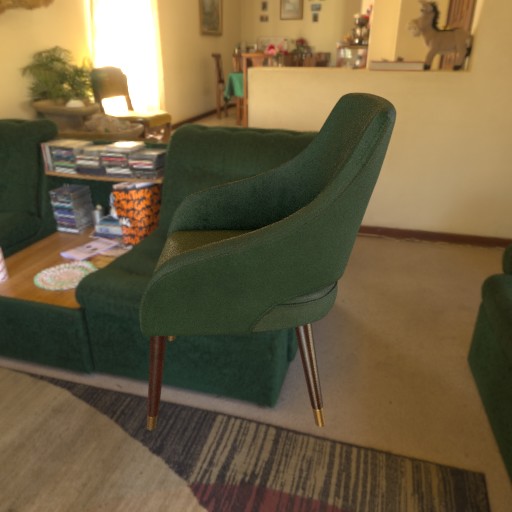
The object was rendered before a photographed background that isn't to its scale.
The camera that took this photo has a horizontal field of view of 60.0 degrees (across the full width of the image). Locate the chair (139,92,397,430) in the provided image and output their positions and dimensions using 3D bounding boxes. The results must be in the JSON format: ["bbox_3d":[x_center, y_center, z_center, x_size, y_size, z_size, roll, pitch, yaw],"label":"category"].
[{"bbox_3d":[0.000,0.000,1.591,0.794,1.081,0.683,-1,25,-2],"label":"chair"}]
